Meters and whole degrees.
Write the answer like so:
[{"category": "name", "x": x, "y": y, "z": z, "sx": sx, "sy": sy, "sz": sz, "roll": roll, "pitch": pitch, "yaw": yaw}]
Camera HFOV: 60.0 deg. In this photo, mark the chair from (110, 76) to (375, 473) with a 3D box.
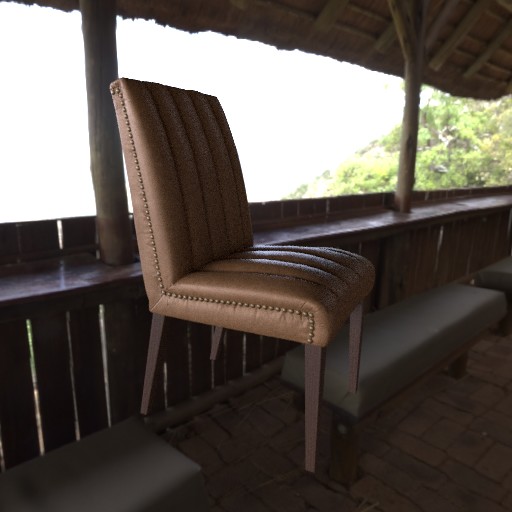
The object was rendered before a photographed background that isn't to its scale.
[{"category": "chair", "x": 0.000, "y": 0.000, "z": 1.362, "sx": 0.647, "sy": 1.016, "sz": 0.511, "roll": 7, "pitch": 15, "yaw": 26}]
